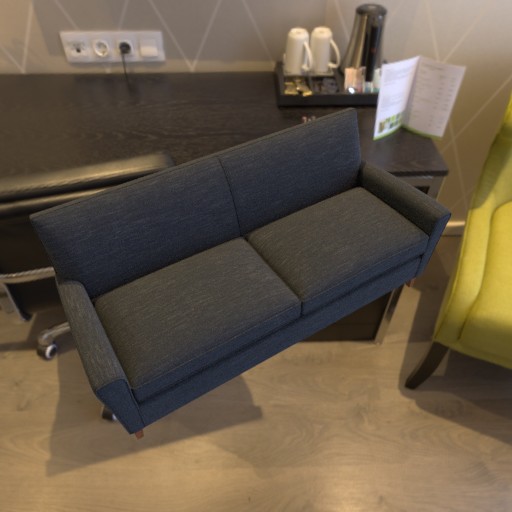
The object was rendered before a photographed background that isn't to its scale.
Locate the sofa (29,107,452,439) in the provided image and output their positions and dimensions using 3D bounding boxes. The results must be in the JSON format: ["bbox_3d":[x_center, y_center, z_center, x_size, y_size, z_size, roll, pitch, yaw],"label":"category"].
[{"bbox_3d":[0.000,0.000,2.408,1.976,0.846,0.875,-24,51,-21],"label":"sofa"}]
